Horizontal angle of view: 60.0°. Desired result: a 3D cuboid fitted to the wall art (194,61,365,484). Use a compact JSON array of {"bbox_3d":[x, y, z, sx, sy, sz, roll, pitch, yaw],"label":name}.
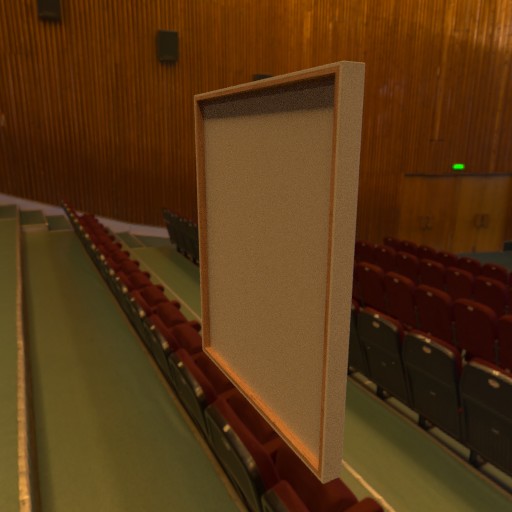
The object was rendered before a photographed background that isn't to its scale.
[{"bbox_3d":[0.000,0.000,0.831,0.037,0.606,0.508,-8,17,-27],"label":"wall art"}]
